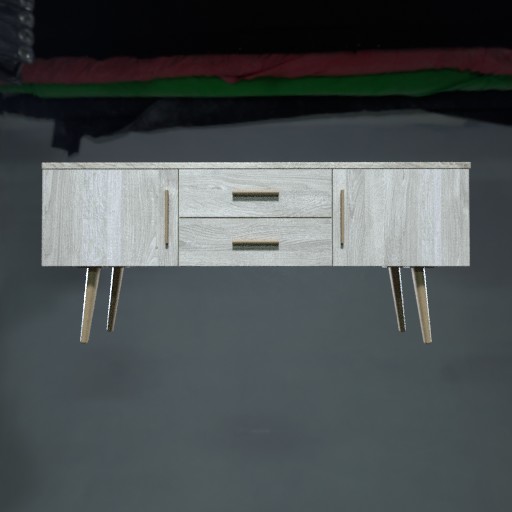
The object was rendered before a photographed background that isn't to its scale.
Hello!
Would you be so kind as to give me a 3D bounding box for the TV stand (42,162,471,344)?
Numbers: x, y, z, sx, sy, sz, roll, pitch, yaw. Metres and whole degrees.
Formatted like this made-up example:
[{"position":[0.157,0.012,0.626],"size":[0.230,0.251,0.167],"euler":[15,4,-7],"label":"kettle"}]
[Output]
[{"position":[0.000,0.000,1.534],"size":[1.313,0.565,0.401],"euler":[0,-1,0],"label":"TV stand"}]
